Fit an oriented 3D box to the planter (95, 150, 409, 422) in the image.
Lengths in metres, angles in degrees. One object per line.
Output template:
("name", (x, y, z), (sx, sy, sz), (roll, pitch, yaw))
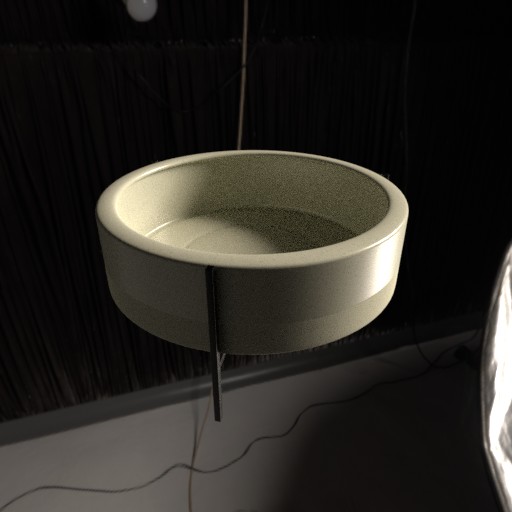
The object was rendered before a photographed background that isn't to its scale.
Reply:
("planter", (0.000, 0.000, 0.537), (0.345, 0.171, 0.336), (-10, 30, -17))
